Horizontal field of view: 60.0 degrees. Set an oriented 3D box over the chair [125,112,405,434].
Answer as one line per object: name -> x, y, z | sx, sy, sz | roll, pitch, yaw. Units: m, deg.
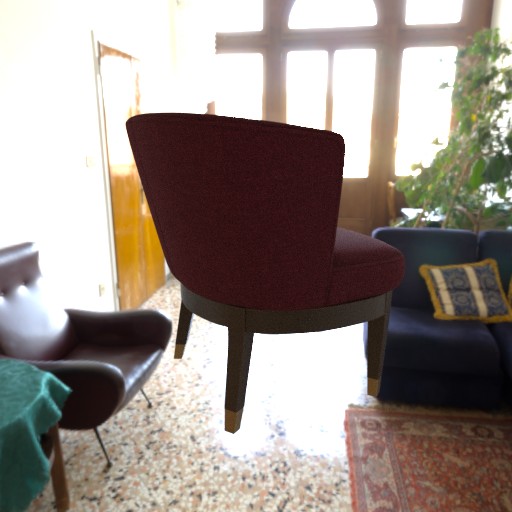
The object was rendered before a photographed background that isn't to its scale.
chair -> 0.000, 0.000, 1.279 | 0.660, 0.760, 0.700 | -7, 15, -26
